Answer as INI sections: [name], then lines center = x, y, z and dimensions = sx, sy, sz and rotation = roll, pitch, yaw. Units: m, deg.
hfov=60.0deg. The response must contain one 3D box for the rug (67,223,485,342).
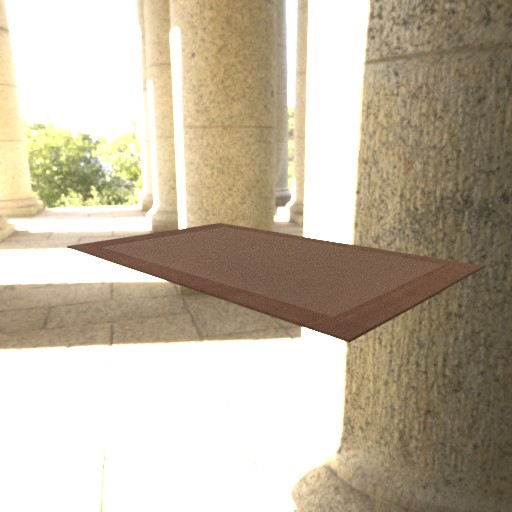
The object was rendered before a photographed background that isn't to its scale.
[rug]
center = 0.000, 0.000, 3.009
dimensions = 2.438, 0.014, 1.524
rotation = 12, 18, 42
